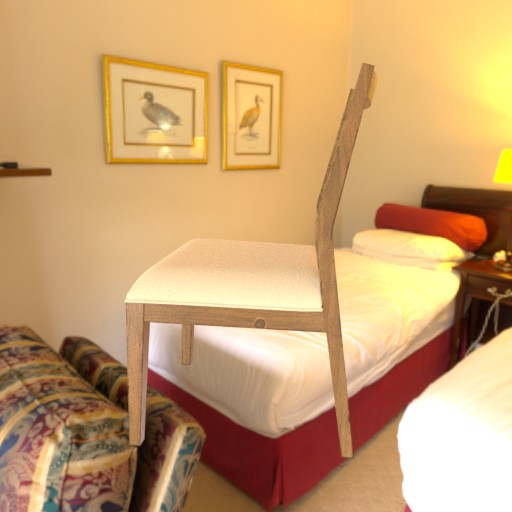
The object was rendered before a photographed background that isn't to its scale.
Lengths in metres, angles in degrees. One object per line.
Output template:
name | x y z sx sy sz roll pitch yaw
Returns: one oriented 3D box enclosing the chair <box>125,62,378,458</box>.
chair | 0.000 0.000 1.264 0.610 0.939 0.497 2 13 8
